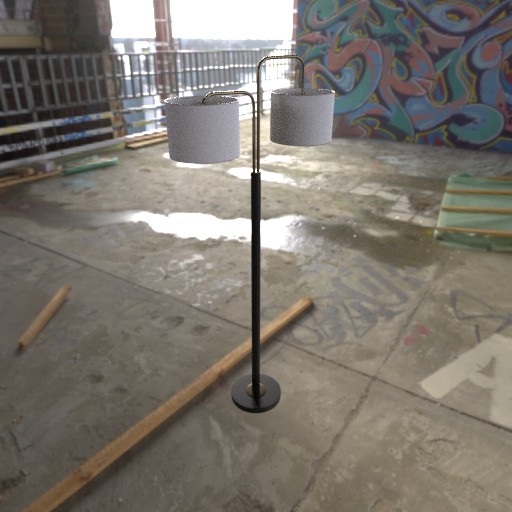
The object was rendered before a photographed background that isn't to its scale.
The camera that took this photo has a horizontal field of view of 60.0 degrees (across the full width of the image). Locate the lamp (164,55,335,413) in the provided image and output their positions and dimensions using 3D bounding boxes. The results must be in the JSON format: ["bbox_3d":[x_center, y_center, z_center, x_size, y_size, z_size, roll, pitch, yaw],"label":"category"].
[{"bbox_3d":[0.000,0.000,1.927,0.711,1.587,0.254,-18,31,-32],"label":"lamp"}]
